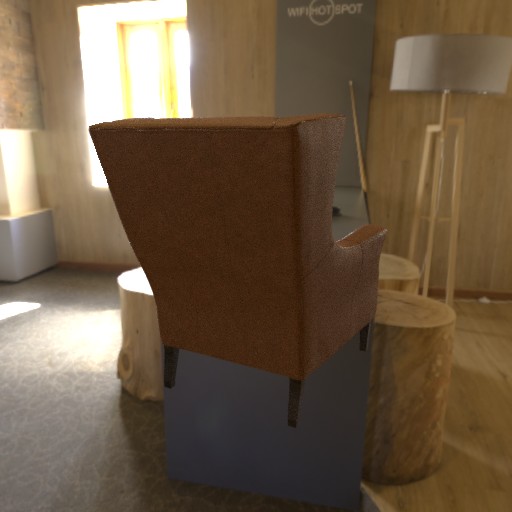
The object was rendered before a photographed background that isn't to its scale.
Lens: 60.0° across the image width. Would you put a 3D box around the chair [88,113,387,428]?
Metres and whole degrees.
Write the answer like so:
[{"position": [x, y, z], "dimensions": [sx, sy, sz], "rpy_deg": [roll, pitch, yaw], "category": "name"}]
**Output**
[{"position": [0.000, 0.000, 1.695], "dimensions": [0.852, 1.016, 0.925], "rpy_deg": [8, 18, 26], "category": "chair"}]
